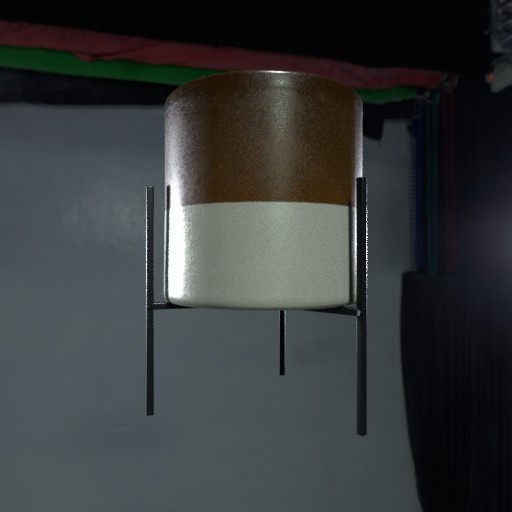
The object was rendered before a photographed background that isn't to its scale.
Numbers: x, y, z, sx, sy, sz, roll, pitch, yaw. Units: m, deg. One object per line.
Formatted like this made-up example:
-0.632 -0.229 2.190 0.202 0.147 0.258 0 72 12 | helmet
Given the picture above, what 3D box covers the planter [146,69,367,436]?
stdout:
0.000 0.000 0.559 0.269 0.375 0.255 0 0 -18 | planter
